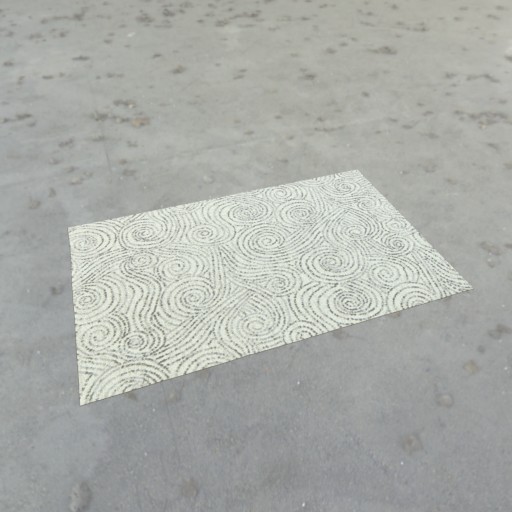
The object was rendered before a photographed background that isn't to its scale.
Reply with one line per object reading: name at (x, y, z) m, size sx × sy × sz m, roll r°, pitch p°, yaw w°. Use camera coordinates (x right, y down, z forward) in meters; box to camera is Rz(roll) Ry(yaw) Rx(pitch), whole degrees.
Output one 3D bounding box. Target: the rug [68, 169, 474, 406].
rug at (0.000, 0.000, 3.075) m, size 2.439 × 0.005 × 1.524 m, roll -14°, pitch 44°, yaw -14°
